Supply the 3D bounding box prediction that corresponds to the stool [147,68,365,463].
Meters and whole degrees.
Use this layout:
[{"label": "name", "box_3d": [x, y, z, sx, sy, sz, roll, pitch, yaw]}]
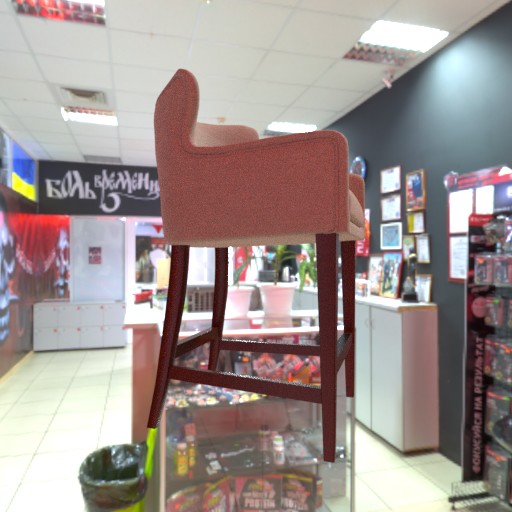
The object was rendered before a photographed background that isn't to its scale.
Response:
[{"label": "stool", "box_3d": [0.000, 0.000, 1.400, 0.637, 0.987, 0.615, 0, 0, 17]}]
